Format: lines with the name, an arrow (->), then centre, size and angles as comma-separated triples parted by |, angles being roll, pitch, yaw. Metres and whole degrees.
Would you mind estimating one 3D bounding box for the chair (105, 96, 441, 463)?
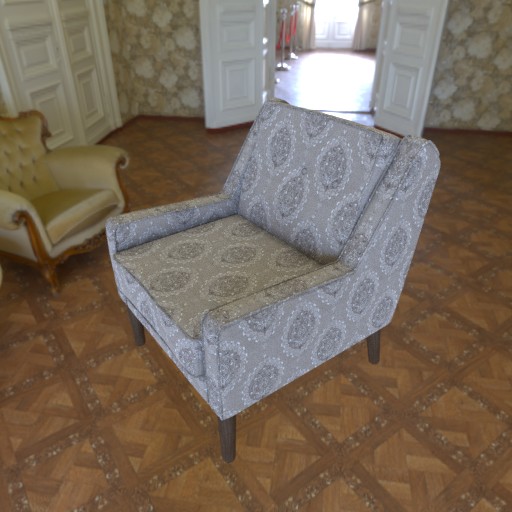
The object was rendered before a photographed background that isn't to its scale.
chair -> 0.000, 0.000, 1.369 | 0.750, 0.797, 0.665 | -22, 38, -31
